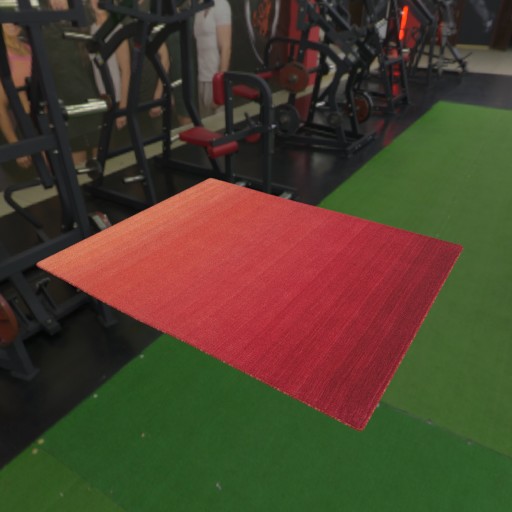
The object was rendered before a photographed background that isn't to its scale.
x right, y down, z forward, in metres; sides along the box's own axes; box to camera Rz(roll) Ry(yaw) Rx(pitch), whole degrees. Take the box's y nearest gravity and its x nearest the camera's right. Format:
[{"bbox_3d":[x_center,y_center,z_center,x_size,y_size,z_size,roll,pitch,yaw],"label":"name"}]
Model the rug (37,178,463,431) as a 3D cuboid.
[{"bbox_3d":[0.000,0.000,3.828,2.905,0.028,2.340,19,37,28],"label":"rug"}]
